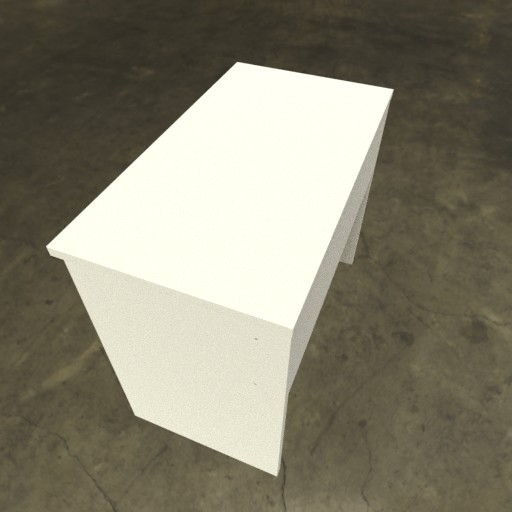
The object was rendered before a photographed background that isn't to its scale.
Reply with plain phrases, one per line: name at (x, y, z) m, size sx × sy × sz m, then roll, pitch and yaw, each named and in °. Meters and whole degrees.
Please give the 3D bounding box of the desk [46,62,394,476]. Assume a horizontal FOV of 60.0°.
desk at (0.000, 0.000, 1.331) m, size 0.498 × 0.729 × 0.900 m, roll 16°, pitch 49°, yaw 15°
